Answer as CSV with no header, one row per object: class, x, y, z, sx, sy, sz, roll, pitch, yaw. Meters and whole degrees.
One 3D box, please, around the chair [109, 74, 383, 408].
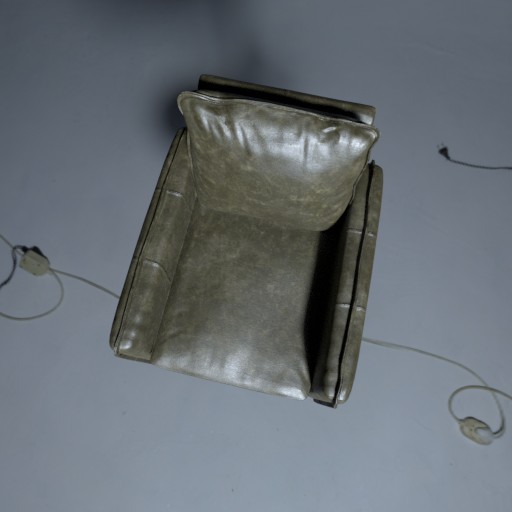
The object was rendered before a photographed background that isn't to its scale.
chair,0.000,0.000,1.613,0.830,0.921,0.921,12,74,3
